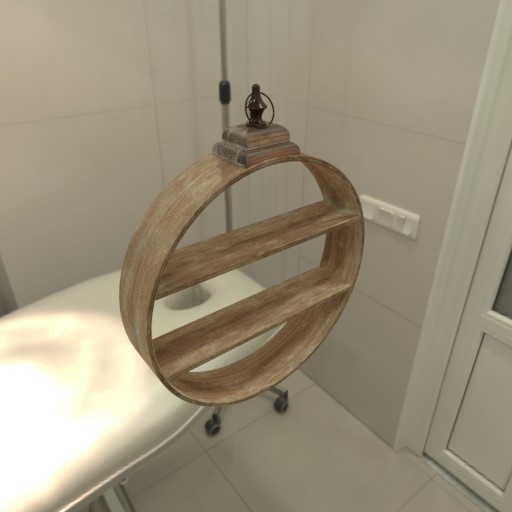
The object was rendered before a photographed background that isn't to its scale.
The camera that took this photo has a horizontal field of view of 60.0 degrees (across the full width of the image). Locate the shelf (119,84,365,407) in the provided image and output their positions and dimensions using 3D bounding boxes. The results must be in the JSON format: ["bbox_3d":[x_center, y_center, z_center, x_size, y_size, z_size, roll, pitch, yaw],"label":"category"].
[{"bbox_3d":[0.000,0.000,0.990,0.601,0.725,0.125,-21,36,-32],"label":"shelf"}]
